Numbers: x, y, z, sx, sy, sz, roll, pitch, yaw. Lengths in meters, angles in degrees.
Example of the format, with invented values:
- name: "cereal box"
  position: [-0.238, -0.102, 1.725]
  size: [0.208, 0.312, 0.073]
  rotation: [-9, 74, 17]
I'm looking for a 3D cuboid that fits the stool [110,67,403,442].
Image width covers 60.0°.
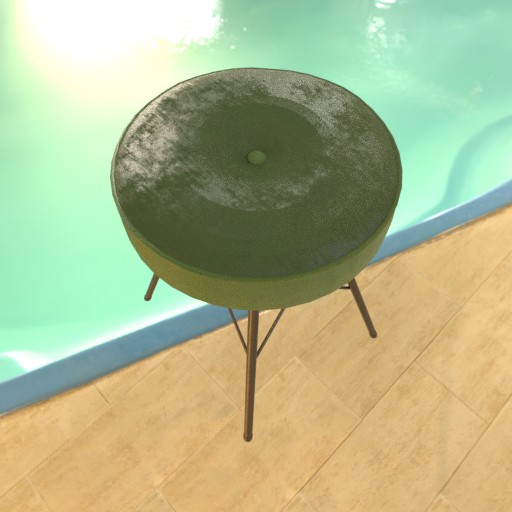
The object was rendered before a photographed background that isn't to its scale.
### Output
- name: "stool"
  position: [0.000, 0.000, 0.890]
  size: [0.430, 0.595, 0.457]
  rotation: [-33, 64, -19]
